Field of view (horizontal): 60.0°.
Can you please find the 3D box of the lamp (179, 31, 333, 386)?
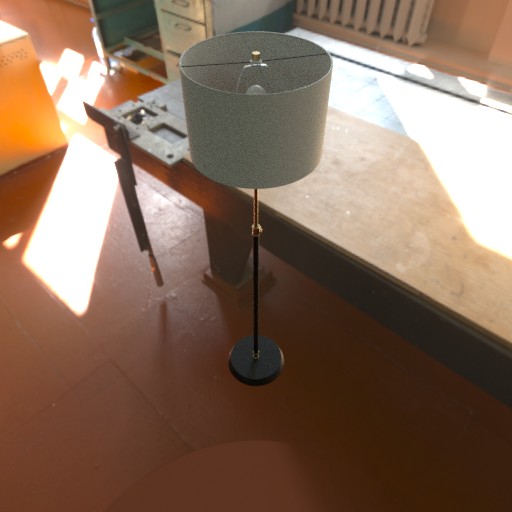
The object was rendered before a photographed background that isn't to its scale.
[{"bbox_3d":[0.000,0.000,1.699,0.404,1.517,0.404,-9,46,-9],"label":"lamp"}]
